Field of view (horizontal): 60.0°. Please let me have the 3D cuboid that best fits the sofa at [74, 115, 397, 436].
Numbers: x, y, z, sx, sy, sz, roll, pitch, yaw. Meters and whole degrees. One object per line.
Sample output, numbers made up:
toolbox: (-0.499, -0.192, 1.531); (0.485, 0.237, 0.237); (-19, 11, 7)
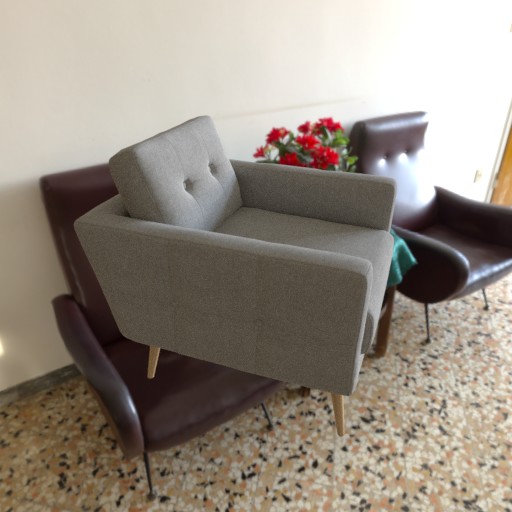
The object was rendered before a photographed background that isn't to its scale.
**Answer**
sofa: (0.000, 0.000, 1.598); (0.920, 0.860, 0.770); (11, 31, 18)
